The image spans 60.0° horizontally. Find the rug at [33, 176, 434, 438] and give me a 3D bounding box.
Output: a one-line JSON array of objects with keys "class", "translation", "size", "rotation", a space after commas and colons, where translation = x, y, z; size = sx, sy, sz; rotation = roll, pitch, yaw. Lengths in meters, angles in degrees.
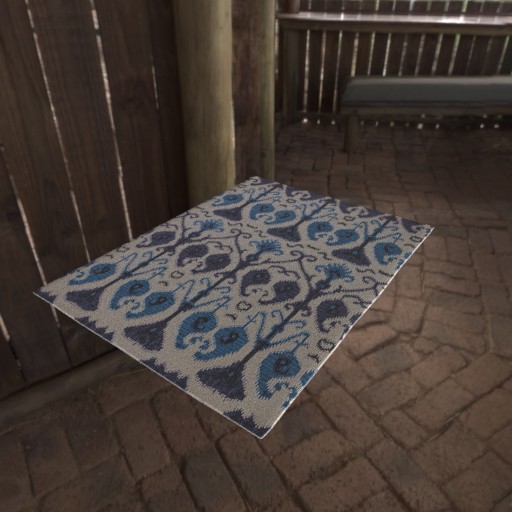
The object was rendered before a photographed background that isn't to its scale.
[{"class": "rug", "translation": [0.000, 0.000, 4.317], "size": [2.443, 0.024, 3.228], "rotation": [21, 38, 30]}]
